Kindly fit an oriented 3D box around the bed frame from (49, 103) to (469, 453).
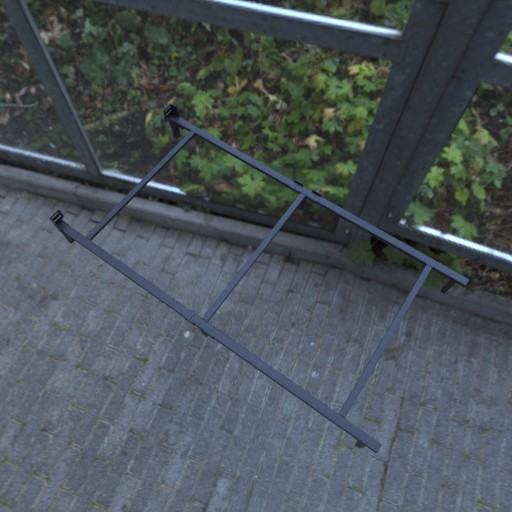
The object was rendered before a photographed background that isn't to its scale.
[{"bbox_3d":[0.000,0.000,2.295,1.897,0.248,0.968,32,68,15],"label":"bed frame"}]
